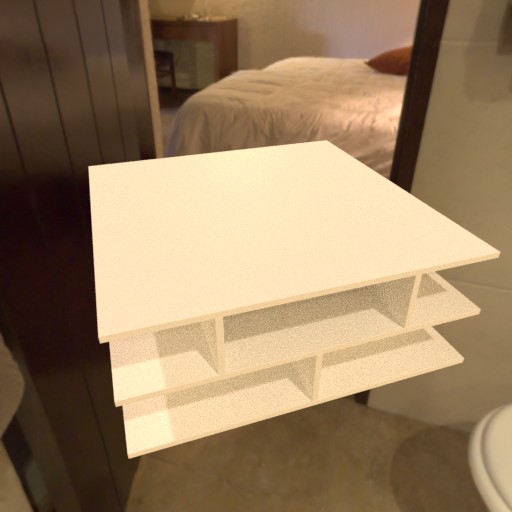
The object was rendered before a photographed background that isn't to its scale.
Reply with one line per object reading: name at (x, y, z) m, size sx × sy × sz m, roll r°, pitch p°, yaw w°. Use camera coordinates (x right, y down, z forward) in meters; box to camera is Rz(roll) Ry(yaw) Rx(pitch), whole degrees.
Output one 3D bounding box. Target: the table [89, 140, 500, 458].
table at (0.000, 0.000, 1.067) m, size 0.700 × 0.289 × 0.700 m, roll -10°, pitch 33°, yaw -16°
